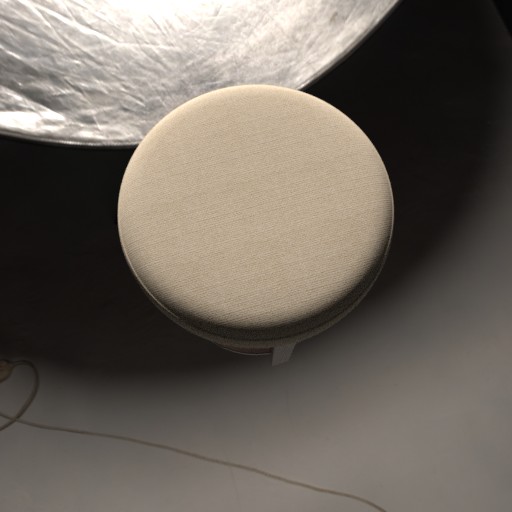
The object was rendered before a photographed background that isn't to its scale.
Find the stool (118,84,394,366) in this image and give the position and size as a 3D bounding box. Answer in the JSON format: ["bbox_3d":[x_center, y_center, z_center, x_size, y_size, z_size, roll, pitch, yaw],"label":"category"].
[{"bbox_3d":[0.000,0.000,0.961,0.449,0.655,0.449,0,74,0],"label":"stool"}]
